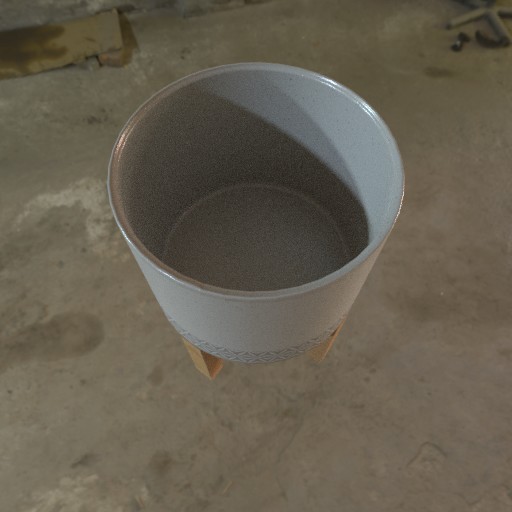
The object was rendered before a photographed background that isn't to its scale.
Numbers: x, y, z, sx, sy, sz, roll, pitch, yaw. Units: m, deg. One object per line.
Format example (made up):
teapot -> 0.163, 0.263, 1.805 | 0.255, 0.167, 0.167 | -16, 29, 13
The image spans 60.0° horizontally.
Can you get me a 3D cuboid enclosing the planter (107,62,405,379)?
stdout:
planter -> 0.000, 0.000, 0.274 | 0.130, 0.178, 0.130 | 0, 62, 0
